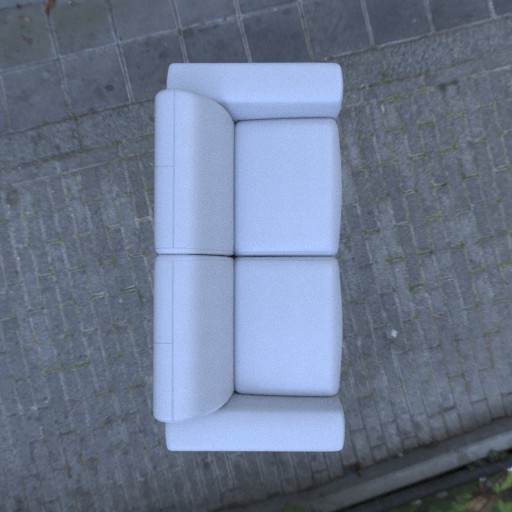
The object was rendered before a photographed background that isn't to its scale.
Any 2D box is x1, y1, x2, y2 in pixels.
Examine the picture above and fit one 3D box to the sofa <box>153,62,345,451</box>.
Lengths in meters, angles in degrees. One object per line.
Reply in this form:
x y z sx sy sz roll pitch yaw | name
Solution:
0.000 0.000 2.303 0.900 0.772 1.901 0 89 1 | sofa
